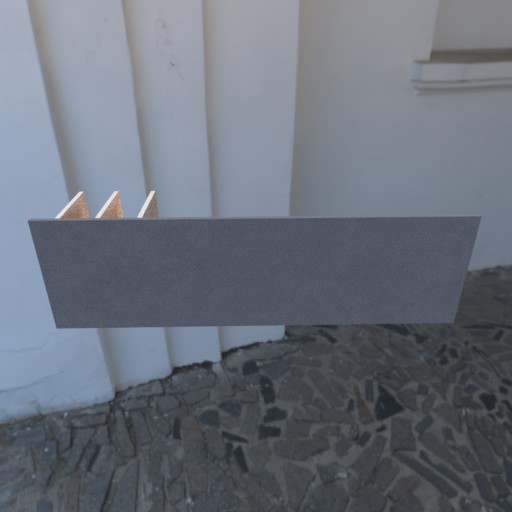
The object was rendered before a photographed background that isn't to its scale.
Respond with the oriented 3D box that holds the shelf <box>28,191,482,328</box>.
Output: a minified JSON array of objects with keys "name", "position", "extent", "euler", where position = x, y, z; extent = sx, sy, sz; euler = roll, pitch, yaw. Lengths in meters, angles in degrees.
[{"name":"shelf","position":[0.000,0.000,1.154],"extent":[1.020,0.300,0.200],"euler":[-1,29,-1]}]
